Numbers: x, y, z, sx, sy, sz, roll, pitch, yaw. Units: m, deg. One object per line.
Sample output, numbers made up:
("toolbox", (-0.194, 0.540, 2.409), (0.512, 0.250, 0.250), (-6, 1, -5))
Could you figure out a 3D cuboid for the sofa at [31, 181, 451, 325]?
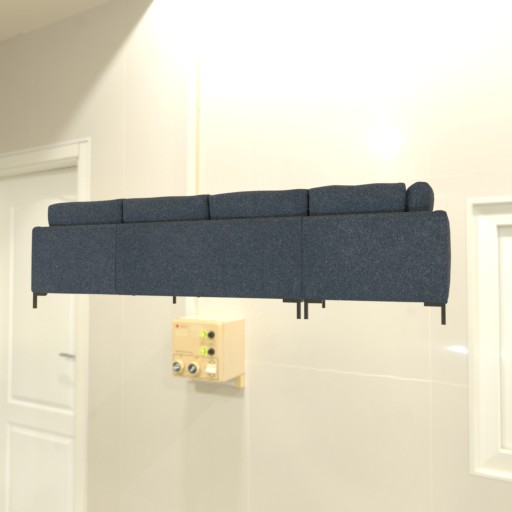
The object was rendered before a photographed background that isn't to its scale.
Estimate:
("sofa", (0.000, 0.000, 3.788), (2.956, 0.813, 2.007), (-1, -2, 20))
